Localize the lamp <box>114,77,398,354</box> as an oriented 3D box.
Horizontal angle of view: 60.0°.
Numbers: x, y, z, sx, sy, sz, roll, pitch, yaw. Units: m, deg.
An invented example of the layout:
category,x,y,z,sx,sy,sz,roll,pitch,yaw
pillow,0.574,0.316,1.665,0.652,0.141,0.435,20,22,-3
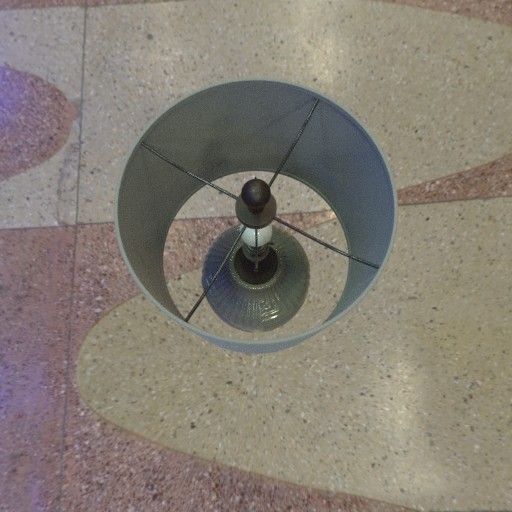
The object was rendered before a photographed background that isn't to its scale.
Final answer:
category,x,y,z,sx,sy,sz,roll,pitch,yaw
lamp,0.000,0.000,0.736,0.318,0.567,0.318,0,75,0
